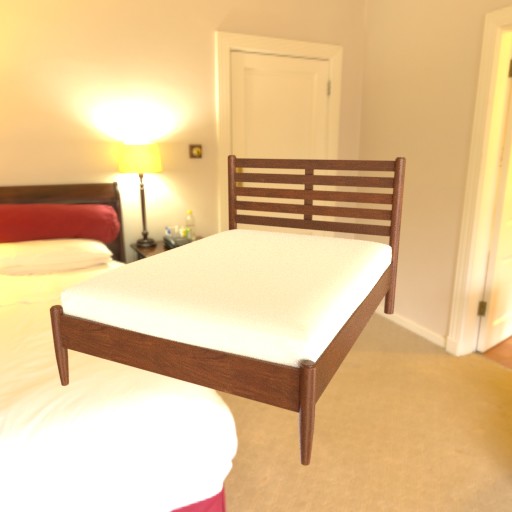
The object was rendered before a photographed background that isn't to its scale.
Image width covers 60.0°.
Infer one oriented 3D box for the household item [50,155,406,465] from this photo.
[{"bbox_3d":[0.000,0.000,3.192,1.663,1.356,2.232,7,16,25],"label":"household item"}]
